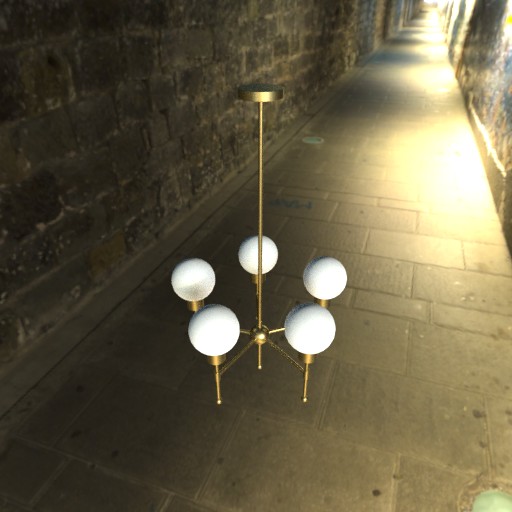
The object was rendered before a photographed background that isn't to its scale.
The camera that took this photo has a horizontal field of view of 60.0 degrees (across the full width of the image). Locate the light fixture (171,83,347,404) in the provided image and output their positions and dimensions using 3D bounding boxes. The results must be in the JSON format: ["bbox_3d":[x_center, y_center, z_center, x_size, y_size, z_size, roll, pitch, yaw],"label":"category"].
[{"bbox_3d":[0.000,0.000,1.860,0.815,1.331,0.785,19,36,29],"label":"light fixture"}]
